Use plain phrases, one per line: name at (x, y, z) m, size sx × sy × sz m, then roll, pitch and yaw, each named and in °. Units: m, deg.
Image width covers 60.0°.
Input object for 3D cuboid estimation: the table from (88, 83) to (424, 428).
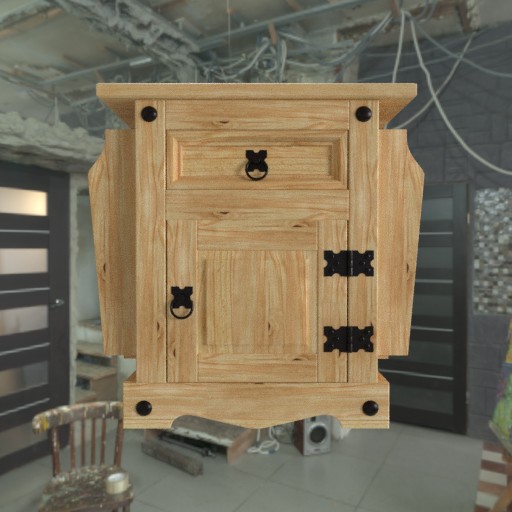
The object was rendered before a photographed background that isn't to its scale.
table at (0.000, 0.000, 0.842) m, size 0.530 × 0.515 × 0.380 m, roll 0°, pitch 1°, yaw 0°
